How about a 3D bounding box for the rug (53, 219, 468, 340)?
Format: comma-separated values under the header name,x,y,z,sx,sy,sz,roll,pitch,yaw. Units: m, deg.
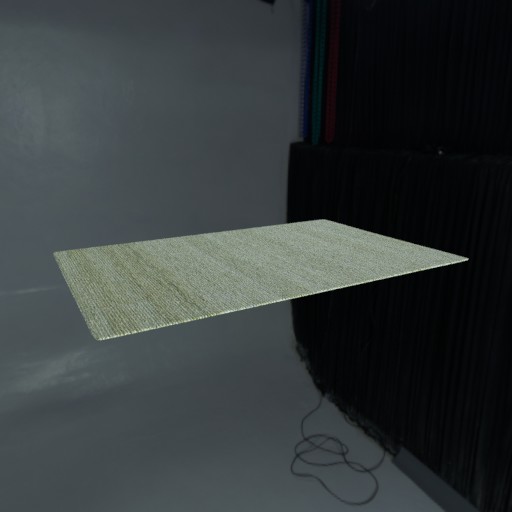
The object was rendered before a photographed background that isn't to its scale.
name,x,y,z,sx,sy,sz,roll,pitch,yaw
rug,0.000,0.000,2.222,1.758,0.010,1.143,-9,18,-28
